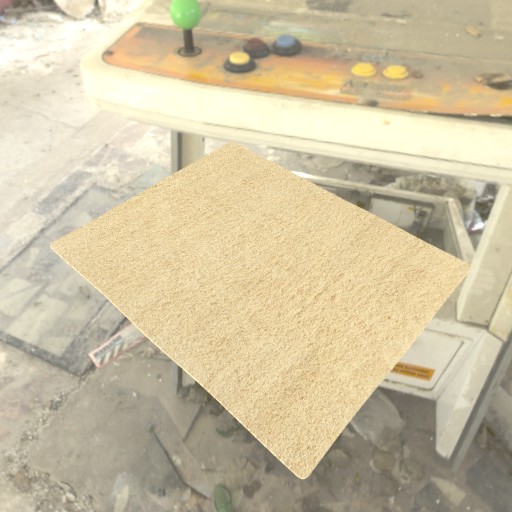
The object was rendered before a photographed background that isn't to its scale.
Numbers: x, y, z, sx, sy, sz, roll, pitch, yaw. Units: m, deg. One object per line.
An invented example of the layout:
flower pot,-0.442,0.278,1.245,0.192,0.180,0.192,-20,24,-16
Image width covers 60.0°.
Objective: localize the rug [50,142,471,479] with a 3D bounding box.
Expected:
rug,0.000,0.000,4.004,3.001,0.025,2.401,34,55,28
